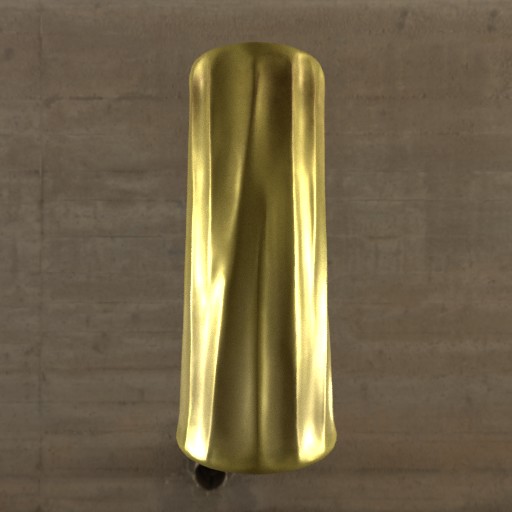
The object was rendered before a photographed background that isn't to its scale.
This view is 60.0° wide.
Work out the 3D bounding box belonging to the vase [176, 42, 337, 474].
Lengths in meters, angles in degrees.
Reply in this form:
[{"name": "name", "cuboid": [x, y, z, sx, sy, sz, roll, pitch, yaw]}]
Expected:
[{"name": "vase", "cuboid": [0.000, 0.000, 0.173, 0.061, 0.143, 0.061, 0, -1, 0]}]
